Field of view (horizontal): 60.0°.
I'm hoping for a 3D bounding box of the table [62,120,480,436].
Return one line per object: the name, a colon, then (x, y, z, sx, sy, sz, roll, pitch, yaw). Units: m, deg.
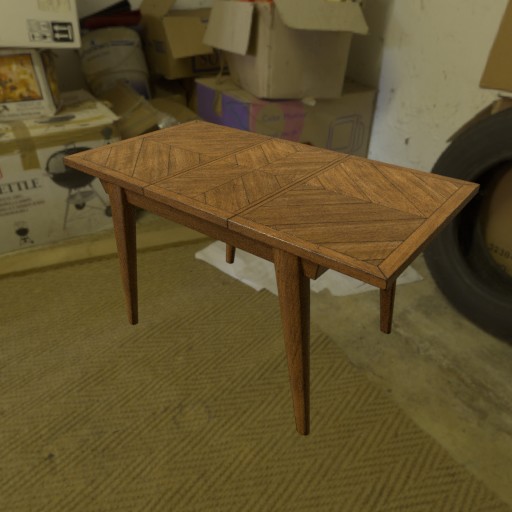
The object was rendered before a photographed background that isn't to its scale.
table: (0.000, 0.000, 1.866, 1.400, 0.760, 0.757, 23, 38, 32)
